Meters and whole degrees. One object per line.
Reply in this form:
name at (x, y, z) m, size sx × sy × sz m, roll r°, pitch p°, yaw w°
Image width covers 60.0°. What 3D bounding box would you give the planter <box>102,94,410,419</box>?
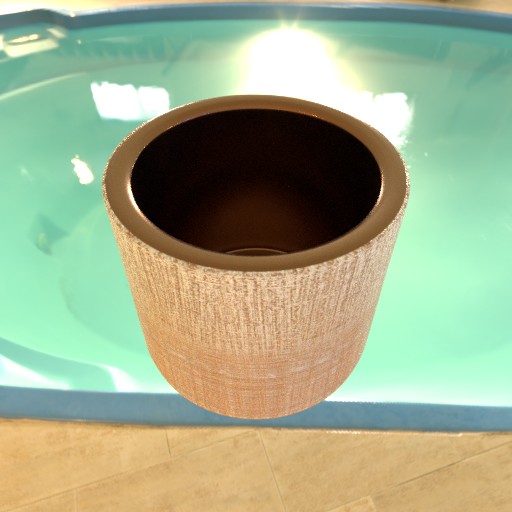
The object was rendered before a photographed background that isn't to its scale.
planter at (0.000, 0.000, 0.191) m, size 0.109 × 0.096 × 0.109 m, roll 0°, pitch 46°, yaw 0°
